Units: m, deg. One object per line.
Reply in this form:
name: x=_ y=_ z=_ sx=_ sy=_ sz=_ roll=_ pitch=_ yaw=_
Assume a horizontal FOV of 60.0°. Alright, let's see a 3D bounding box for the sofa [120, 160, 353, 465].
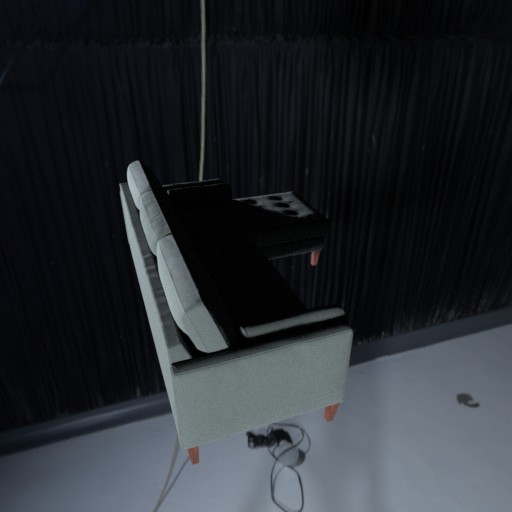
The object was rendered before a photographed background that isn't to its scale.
sofa: x=0.000 y=0.000 z=2.936 sx=1.506 sy=0.876 sz=2.178 roll=-10 pitch=31 yaw=-18
